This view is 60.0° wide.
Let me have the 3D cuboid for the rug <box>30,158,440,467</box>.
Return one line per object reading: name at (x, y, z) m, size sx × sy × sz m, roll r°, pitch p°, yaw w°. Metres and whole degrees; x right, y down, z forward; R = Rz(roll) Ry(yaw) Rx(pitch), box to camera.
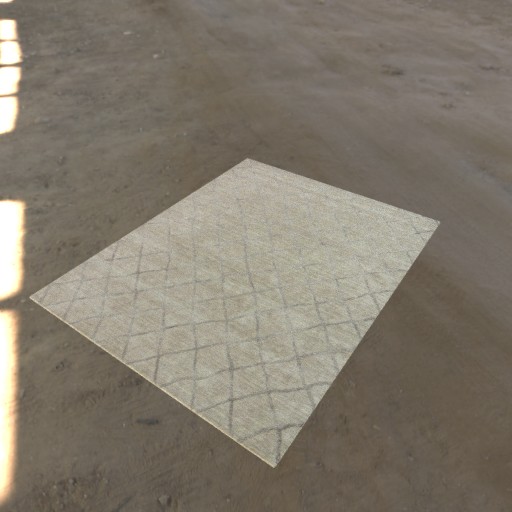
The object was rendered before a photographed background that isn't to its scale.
rug at (0.000, 0.000, 4.066) m, size 2.420 × 0.019 × 3.038 m, roll 24°, pitch 45°, yaw 27°
